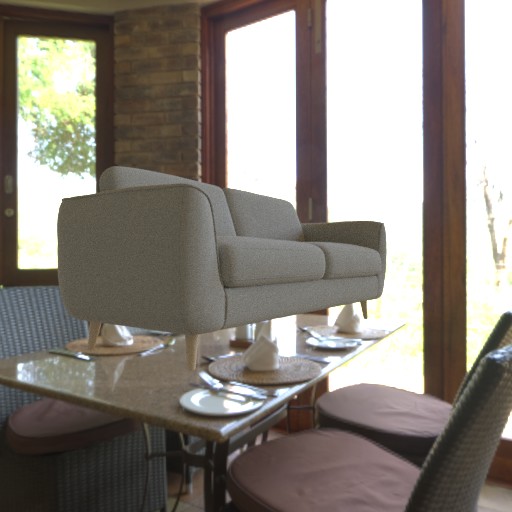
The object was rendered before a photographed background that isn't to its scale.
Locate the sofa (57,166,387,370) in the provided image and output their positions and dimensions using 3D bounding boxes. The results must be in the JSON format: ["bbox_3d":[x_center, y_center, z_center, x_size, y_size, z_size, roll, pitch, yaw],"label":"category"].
[{"bbox_3d":[0.000,0.000,2.512,0.920,0.850,2.000,0,0,36],"label":"sofa"}]
